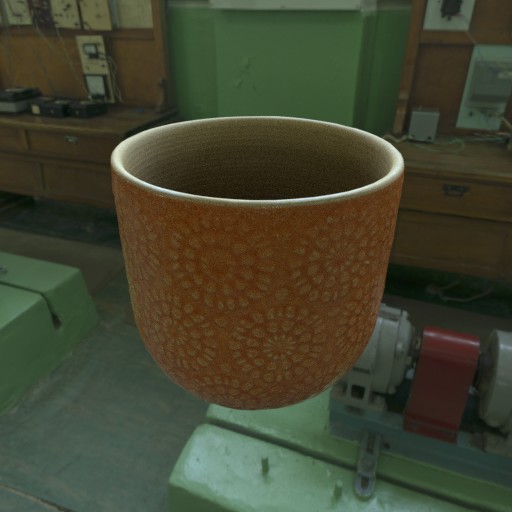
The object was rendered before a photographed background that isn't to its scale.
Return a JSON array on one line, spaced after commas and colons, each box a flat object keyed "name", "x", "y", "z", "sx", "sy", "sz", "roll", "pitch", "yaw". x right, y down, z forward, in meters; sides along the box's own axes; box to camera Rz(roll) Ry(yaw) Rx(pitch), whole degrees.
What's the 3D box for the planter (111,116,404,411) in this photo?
[{"name": "planter", "x": 0.000, "y": 0.000, "z": 0.292, "sx": 0.170, "sy": 0.152, "sz": 0.170, "roll": 0, "pitch": 30, "yaw": 0}]
